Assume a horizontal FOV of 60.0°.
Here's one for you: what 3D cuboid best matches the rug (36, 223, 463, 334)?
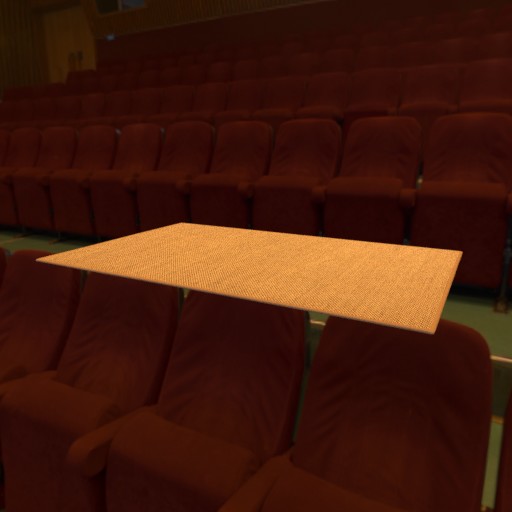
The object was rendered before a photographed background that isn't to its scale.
[{"bbox_3d":[0.000,0.000,2.039,1.668,0.012,1.061,8,16,27],"label":"rug"}]
